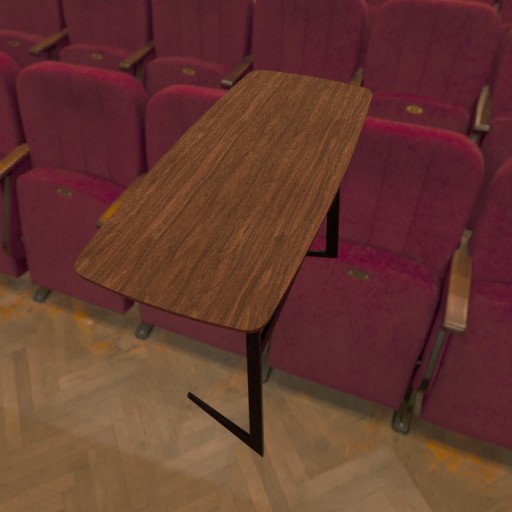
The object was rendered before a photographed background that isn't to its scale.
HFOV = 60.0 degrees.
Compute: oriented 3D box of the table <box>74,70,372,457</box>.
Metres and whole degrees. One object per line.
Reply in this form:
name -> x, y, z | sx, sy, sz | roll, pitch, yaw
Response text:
table -> 0.000, 0.000, 1.111 | 0.361, 0.576, 0.804 | 16, 48, 15
